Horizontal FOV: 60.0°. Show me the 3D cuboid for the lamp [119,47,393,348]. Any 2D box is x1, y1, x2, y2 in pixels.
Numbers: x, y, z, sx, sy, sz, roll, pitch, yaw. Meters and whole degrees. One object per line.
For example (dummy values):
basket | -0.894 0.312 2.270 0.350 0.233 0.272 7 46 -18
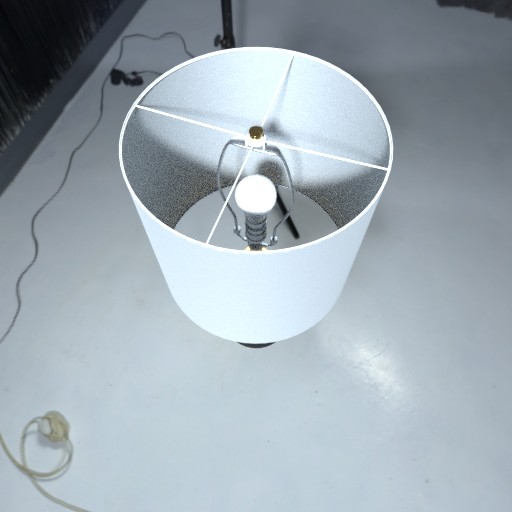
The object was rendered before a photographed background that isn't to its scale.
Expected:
lamp | 0.000 0.000 0.752 0.308 0.580 0.308 17 62 9
